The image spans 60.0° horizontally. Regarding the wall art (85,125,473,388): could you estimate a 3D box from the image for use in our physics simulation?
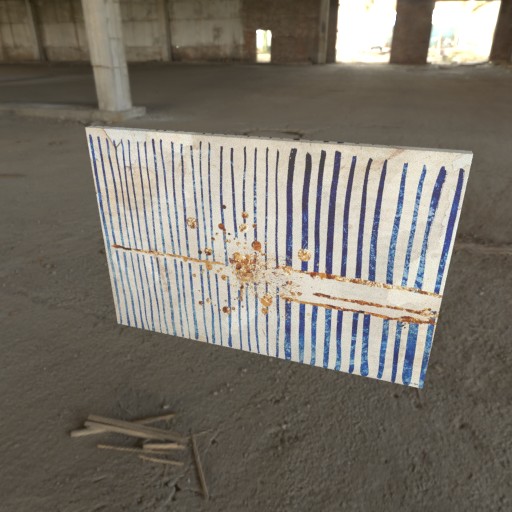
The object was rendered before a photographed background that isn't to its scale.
[{"bbox_3d":[0.000,0.000,1.441,1.143,0.757,0.038,8,27,17],"label":"wall art"}]
